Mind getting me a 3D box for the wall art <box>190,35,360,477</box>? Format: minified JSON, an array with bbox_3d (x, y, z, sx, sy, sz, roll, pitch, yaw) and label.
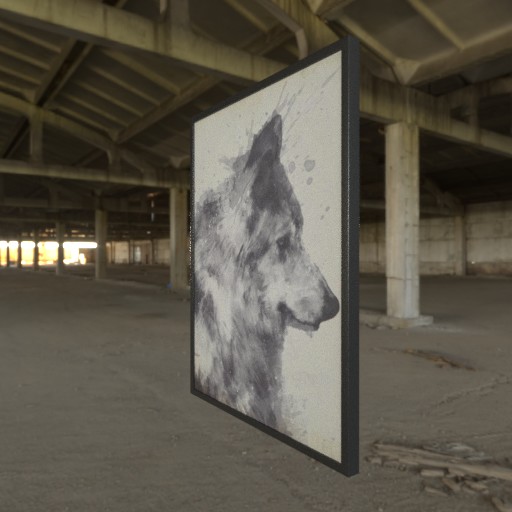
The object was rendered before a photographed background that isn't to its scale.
[{"bbox_3d":[0.000,0.000,1.396,0.039,1.061,0.804,0,0,-36],"label":"wall art"}]
